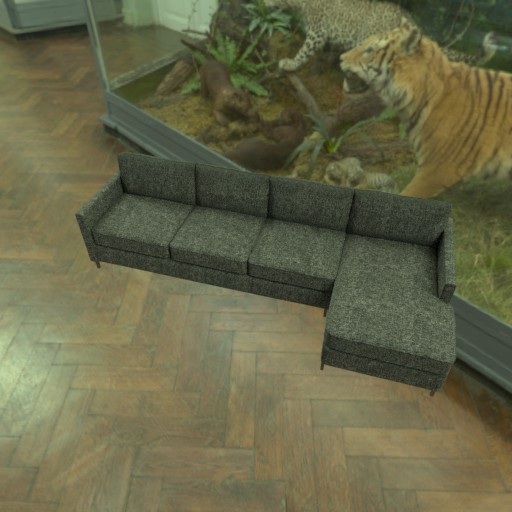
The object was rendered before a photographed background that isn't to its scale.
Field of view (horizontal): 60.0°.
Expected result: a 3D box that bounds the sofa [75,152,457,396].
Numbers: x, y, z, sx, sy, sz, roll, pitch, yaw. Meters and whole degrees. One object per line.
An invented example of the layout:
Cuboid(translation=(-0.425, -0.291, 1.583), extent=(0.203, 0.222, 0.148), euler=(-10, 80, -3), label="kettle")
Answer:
Cuboid(translation=(0.000, 0.000, 4.020), extent=(3.384, 0.970, 1.488), euler=(11, 43, 12), label="sofa")
